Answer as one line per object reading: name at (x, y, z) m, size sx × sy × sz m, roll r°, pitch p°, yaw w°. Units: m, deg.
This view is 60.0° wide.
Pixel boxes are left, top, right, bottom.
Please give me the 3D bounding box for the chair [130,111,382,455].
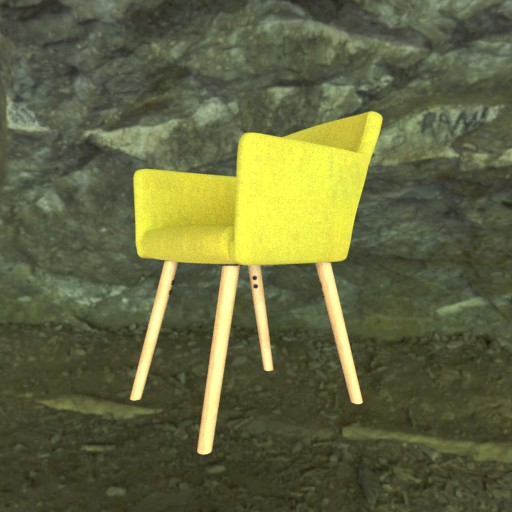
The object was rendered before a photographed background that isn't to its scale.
chair at (0.000, 0.000, 1.201) m, size 0.570 × 0.780 × 0.570 m, roll -1°, pitch 2°, yaw -37°
